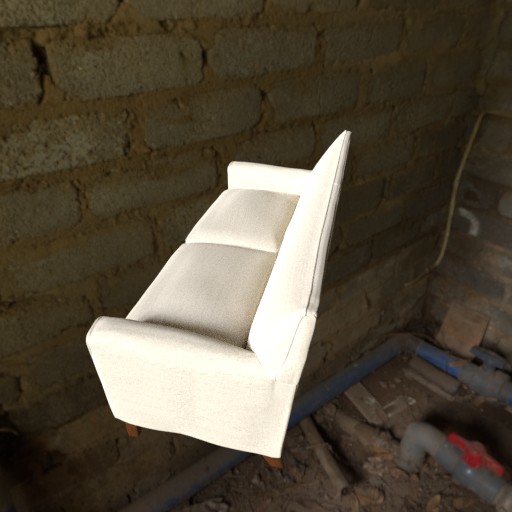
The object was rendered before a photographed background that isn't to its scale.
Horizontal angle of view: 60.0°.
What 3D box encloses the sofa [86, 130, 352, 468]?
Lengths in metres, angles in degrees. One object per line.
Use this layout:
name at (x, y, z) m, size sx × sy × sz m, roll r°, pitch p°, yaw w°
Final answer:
sofa at (0.000, 0.000, 2.408) m, size 0.841 × 0.907 × 2.001 m, roll 7°, pitch 32°, yaw 11°
